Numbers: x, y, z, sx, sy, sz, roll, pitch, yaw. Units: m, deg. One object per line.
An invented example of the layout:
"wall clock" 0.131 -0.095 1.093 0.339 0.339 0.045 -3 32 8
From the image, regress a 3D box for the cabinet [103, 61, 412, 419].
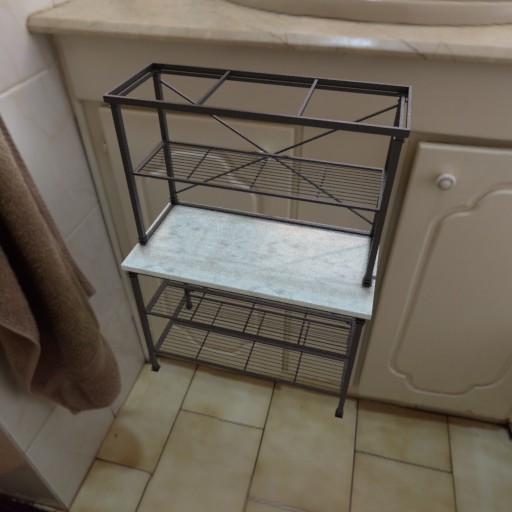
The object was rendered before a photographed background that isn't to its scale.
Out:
"cabinet" 0.000 0.000 2.296 1.210 1.659 0.610 10 41 12
